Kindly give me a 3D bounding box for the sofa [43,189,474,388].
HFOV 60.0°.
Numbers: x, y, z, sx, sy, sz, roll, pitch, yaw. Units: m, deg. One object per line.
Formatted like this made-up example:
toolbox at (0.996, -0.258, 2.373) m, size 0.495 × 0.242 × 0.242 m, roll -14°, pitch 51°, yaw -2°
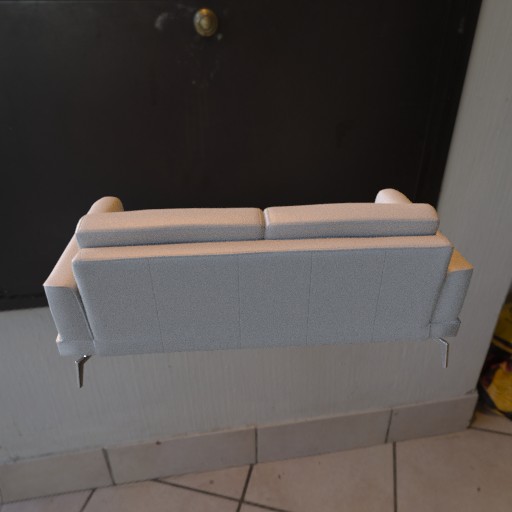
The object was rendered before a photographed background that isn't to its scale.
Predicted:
sofa at (0.000, 0.000, 2.681) m, size 2.177 × 0.930 × 1.121 m, roll -2°, pitch 30°, yaw -4°
